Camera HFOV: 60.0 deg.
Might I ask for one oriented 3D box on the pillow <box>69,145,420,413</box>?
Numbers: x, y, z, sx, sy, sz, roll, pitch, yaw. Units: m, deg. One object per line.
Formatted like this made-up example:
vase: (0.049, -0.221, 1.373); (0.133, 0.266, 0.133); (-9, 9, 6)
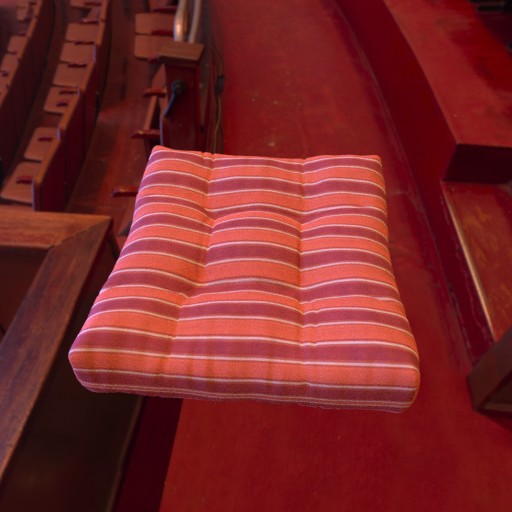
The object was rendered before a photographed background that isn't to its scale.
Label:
pillow: (0.000, 0.000, 0.739); (0.468, 0.133, 0.490); (3, 48, 3)
